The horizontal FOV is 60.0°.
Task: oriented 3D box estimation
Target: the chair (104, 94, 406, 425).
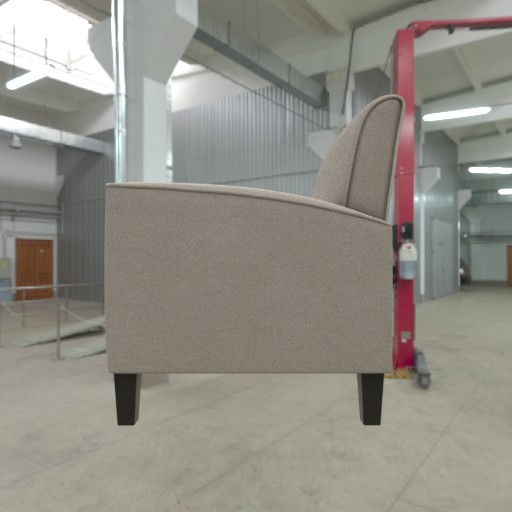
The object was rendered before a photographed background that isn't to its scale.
[{"bbox_3d":[0.000,0.000,1.566,0.820,0.915,0.820,0,0,0],"label":"chair"}]
